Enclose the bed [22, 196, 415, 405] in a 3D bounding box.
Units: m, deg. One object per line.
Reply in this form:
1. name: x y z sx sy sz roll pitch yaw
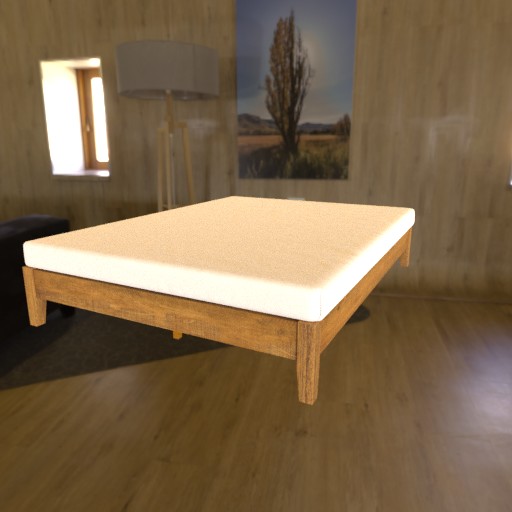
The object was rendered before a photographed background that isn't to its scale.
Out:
1. bed: 0.000 0.000 2.707 1.536 0.431 2.016 8 17 27
